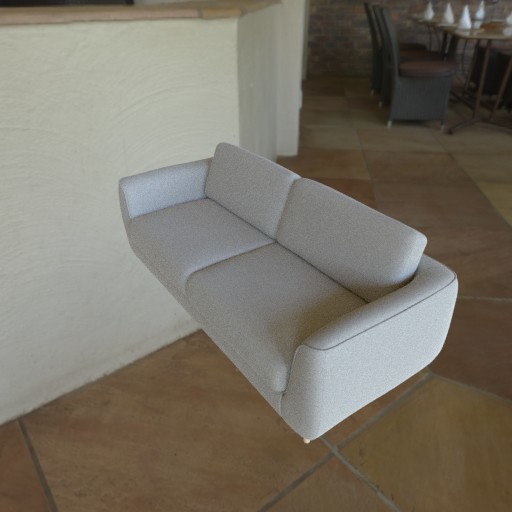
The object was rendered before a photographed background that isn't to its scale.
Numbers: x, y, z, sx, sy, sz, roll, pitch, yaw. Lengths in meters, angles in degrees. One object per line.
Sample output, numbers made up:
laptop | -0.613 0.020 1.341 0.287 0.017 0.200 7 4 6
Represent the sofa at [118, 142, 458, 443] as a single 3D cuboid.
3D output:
sofa | 0.000 0.000 2.477 0.920 0.850 2.000 -20 36 -29
